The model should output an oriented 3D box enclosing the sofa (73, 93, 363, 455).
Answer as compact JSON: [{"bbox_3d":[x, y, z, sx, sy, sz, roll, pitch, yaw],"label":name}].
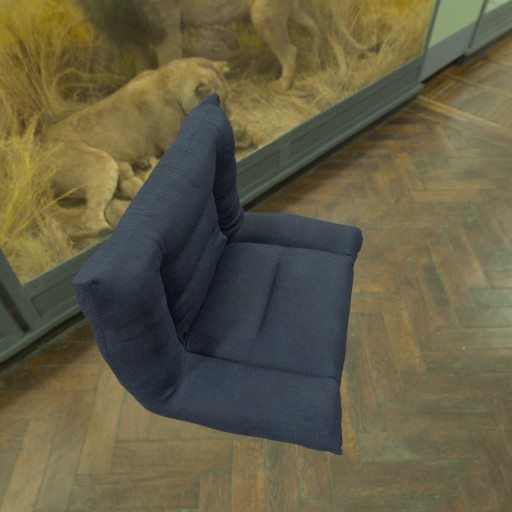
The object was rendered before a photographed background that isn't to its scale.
[{"bbox_3d":[0.000,0.000,1.700,0.849,0.778,1.122,10,47,9],"label":"sofa"}]
